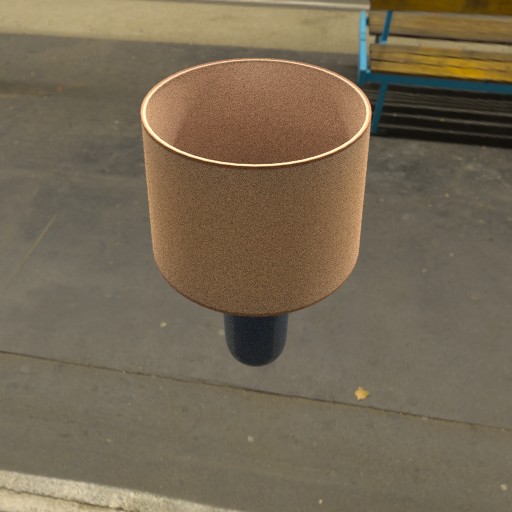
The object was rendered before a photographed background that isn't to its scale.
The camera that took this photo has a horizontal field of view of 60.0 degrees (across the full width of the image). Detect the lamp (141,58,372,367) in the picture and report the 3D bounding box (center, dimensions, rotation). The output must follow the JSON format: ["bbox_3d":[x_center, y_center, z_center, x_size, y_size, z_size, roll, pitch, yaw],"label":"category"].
[{"bbox_3d":[0.000,0.000,0.837,0.367,0.609,0.367,0,45,0],"label":"lamp"}]
